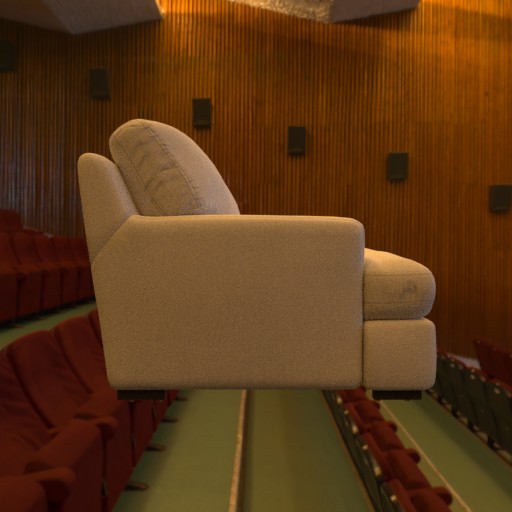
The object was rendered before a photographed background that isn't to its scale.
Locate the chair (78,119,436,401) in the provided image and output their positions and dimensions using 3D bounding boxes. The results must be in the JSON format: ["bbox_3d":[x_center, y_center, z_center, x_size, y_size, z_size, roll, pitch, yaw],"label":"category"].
[{"bbox_3d":[0.000,0.000,1.932,1.158,0.930,1.140,0,1,0],"label":"chair"}]
